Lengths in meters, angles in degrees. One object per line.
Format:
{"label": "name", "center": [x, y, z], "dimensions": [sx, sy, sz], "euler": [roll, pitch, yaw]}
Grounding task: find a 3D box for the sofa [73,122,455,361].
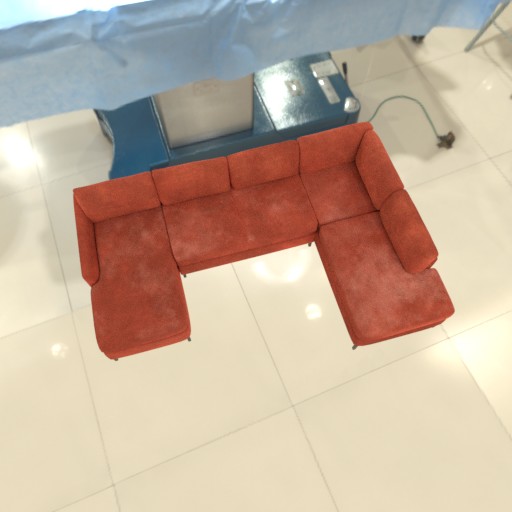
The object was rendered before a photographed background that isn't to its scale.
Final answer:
{"label": "sofa", "center": [0.000, 0.000, 3.972], "dimensions": [2.971, 0.858, 1.981], "euler": [-14, 65, -7]}
